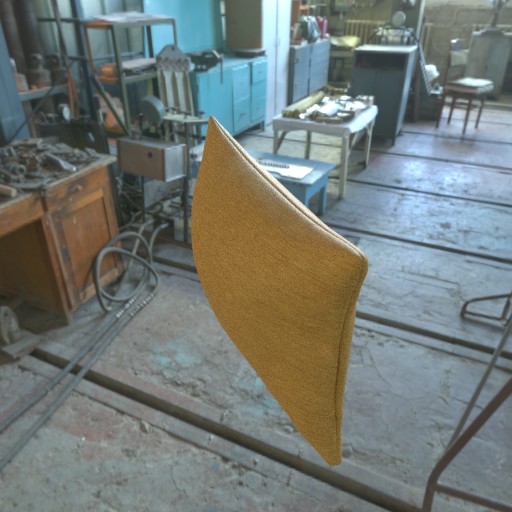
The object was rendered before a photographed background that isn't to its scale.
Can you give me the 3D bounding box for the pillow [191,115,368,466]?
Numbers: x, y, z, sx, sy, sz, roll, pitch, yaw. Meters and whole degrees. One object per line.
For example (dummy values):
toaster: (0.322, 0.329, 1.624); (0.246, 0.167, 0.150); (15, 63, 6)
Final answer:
pillow: (0.000, 0.000, 0.795); (0.210, 0.354, 0.634); (-10, 32, -17)
